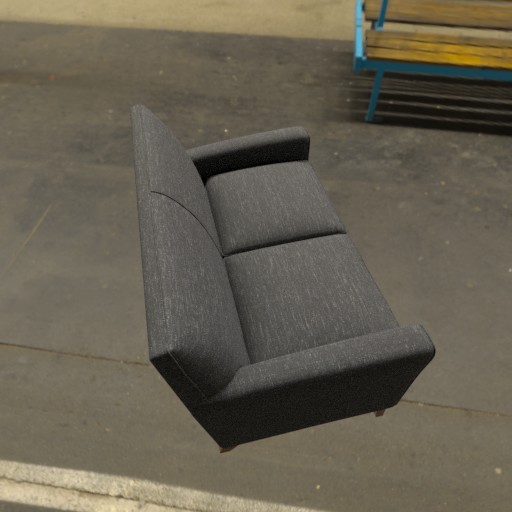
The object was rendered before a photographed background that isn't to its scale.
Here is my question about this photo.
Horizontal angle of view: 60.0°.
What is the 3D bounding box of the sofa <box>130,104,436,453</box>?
[{"bbox_3d":[0.000,0.000,1.943,0.875,0.846,1.420,-10,47,-9],"label":"sofa"}]
